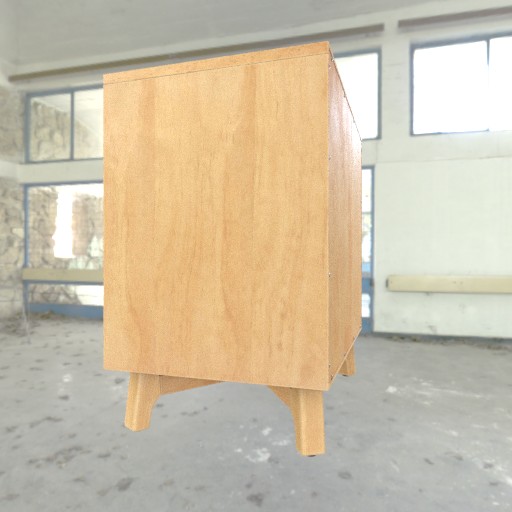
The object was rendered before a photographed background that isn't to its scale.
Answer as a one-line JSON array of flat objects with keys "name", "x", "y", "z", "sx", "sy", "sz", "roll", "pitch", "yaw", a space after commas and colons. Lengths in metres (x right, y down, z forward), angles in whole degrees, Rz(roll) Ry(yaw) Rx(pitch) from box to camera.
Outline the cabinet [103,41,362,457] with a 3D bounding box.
[{"name": "cabinet", "x": 0.000, "y": 0.000, "z": 0.939, "sx": 0.394, "sy": 0.599, "sz": 0.551, "roll": 0, "pitch": 0, "yaw": 18}]
